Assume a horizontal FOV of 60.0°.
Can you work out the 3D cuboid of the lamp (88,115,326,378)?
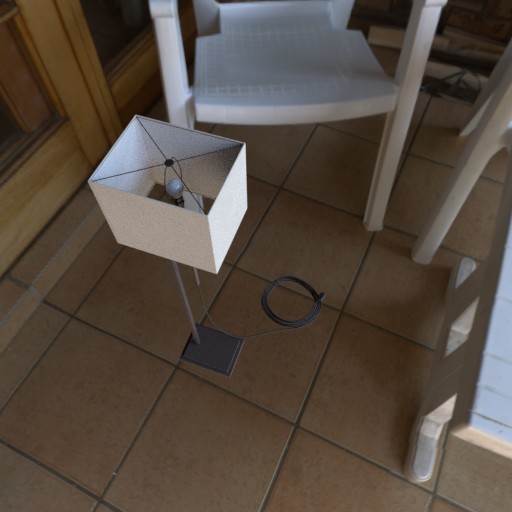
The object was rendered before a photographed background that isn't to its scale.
[{"bbox_3d":[0.000,0.000,2.015,0.698,1.600,0.774,17,60,10],"label":"lamp"}]
